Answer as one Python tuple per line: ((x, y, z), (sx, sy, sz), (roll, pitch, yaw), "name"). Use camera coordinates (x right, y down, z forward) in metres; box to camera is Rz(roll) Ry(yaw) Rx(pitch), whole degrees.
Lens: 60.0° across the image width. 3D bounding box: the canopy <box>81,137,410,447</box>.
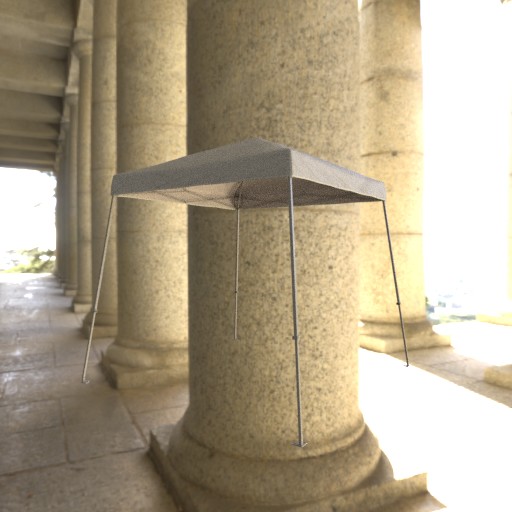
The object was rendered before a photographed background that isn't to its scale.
((0.000, 0.000, 6.745), (3.599, 3.600, 3.600), (1, 1, 35), "canopy")
